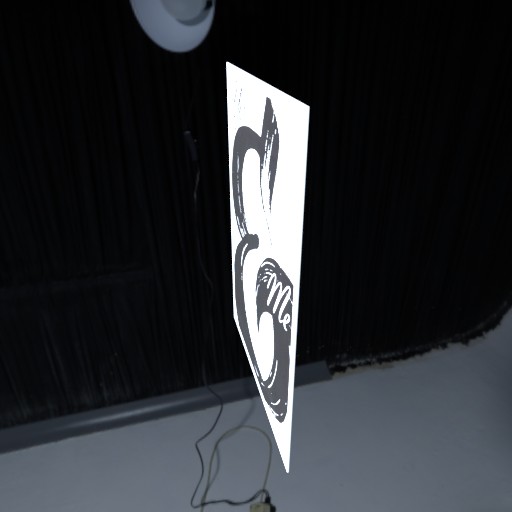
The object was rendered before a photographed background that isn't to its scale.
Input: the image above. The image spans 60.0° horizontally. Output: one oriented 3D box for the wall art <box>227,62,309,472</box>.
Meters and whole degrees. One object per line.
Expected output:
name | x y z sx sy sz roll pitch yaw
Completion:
wall art | 0.000 0.000 0.811 0.003 0.609 0.457 -7 30 -12
